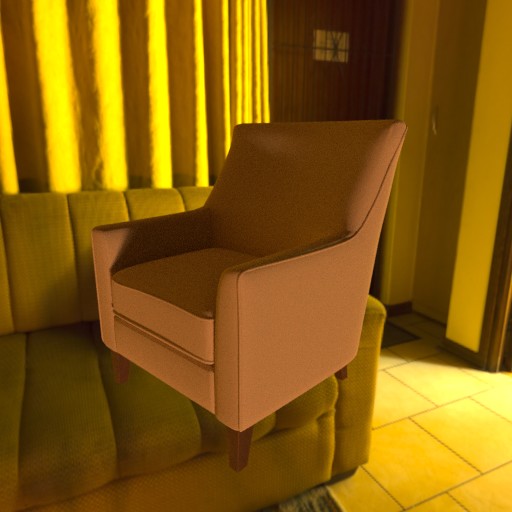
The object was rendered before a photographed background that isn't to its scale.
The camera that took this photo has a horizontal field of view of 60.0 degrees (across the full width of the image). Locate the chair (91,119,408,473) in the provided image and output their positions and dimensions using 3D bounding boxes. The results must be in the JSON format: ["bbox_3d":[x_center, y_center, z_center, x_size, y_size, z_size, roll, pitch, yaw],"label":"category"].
[{"bbox_3d":[0.000,0.000,1.557,0.756,0.916,0.879,14,21,42],"label":"chair"}]
